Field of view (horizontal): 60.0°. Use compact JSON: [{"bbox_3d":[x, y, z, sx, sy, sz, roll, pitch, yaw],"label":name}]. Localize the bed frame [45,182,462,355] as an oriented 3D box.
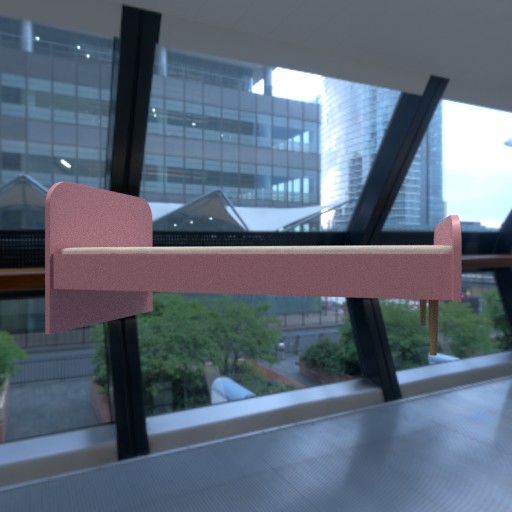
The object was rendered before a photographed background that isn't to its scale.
[{"bbox_3d":[0.000,0.000,2.460,1.963,0.805,0.998,0,0,18],"label":"bed frame"}]
